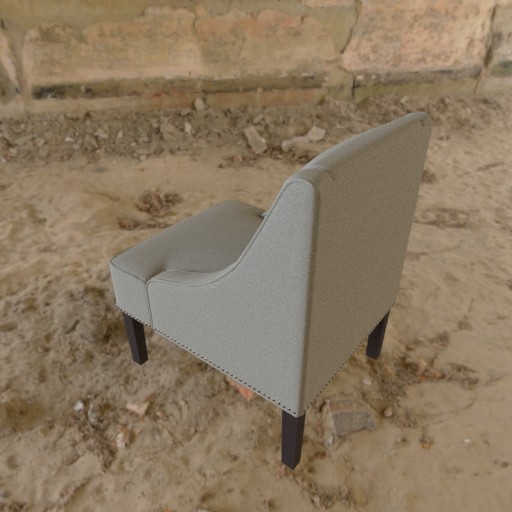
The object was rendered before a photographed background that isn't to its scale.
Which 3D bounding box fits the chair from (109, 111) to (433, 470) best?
[{"bbox_3d":[0.000,0.000,1.378,0.737,0.864,0.610,22,38,31],"label":"chair"}]
